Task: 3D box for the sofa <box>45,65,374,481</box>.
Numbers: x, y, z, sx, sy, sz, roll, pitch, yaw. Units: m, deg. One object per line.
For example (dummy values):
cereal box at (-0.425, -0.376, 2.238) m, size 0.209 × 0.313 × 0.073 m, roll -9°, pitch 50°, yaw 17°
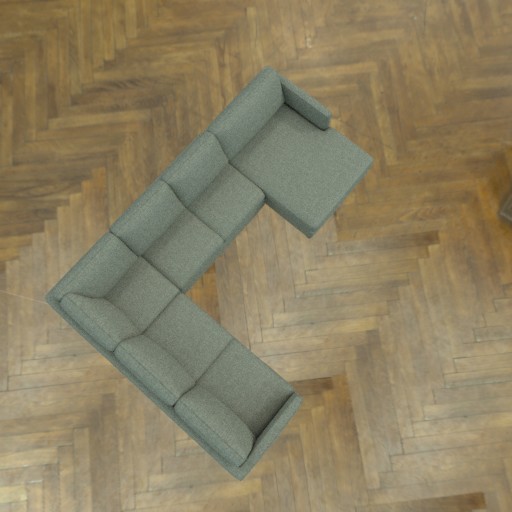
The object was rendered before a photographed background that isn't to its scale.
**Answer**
sofa at (0.000, 0.000, 4.598) m, size 2.551 × 0.889 × 3.403 m, roll 39°, pitch 80°, yaw 9°
